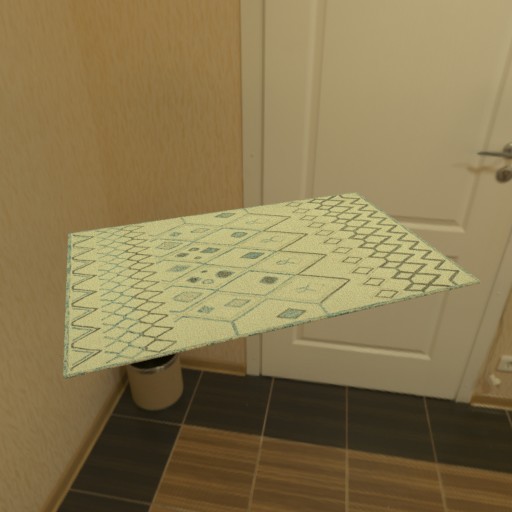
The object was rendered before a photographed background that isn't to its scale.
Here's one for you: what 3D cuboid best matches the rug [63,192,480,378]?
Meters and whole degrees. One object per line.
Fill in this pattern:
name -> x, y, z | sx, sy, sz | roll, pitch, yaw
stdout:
rug -> 0.000, 0.000, 3.032 | 2.439, 0.015, 1.524 | -10, 32, -16
